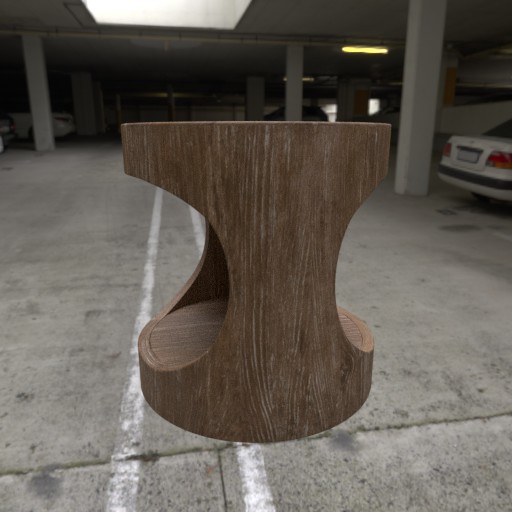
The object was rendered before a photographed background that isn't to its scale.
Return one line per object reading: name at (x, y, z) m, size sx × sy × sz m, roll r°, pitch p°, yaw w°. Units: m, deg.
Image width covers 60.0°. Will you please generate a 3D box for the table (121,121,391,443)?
table at (0.000, 0.000, 0.973) m, size 0.527 × 0.551 × 0.527 m, roll 0°, pitch 15°, yaw 0°
